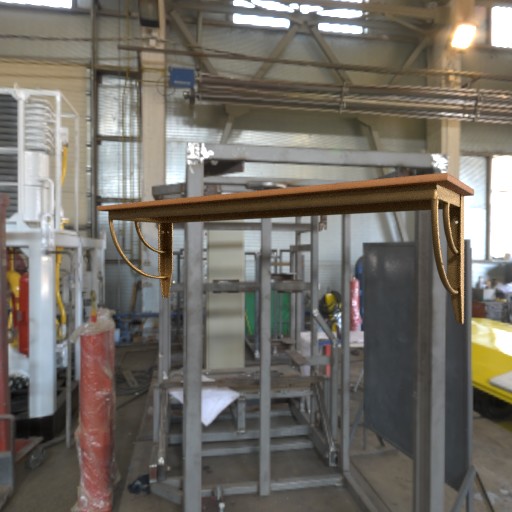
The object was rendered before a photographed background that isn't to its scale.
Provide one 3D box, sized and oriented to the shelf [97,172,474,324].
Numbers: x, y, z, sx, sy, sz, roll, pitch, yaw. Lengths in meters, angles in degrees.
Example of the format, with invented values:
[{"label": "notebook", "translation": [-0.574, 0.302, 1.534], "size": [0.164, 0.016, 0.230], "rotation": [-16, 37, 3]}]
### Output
[{"label": "shelf", "translation": [0.000, 0.000, 0.742], "size": [0.636, 0.190, 0.166], "rotation": [0, 1, 35]}]
